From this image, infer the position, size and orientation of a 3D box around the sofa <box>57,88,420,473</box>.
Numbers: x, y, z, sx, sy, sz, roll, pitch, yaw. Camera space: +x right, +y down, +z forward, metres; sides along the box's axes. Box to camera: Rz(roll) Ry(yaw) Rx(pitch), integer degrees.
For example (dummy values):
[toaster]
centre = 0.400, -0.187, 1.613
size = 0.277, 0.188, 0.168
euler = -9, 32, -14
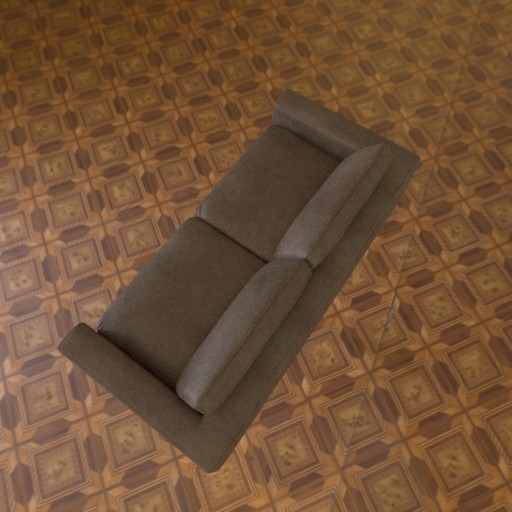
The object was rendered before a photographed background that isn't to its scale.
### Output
[sofa]
centre = 0.000, 0.000, 2.757
size = 1.070, 0.801, 2.262
euler = 33, 70, 14
